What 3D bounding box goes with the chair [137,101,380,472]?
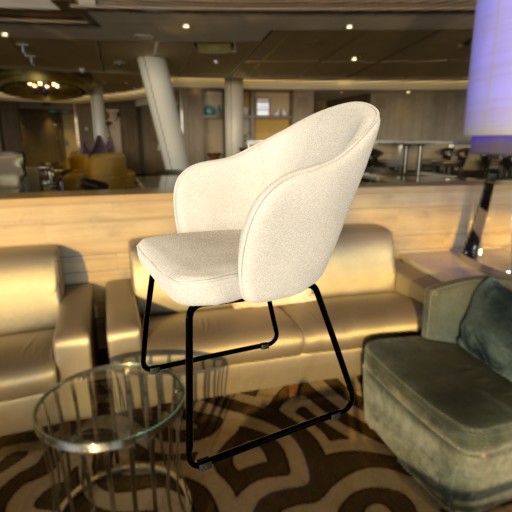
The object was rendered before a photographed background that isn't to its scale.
[{"bbox_3d":[0.000,0.000,1.211,0.592,0.817,0.570,-7,16,-26],"label":"chair"}]
